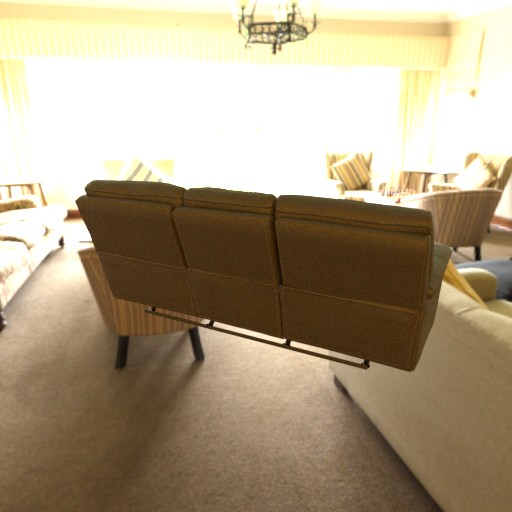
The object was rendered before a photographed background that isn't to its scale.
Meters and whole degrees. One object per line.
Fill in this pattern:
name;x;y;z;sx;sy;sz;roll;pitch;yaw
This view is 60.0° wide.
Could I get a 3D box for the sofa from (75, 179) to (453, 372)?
sofa;0.000;0.000;3.327;2.627;1.134;1.104;9;19;27
